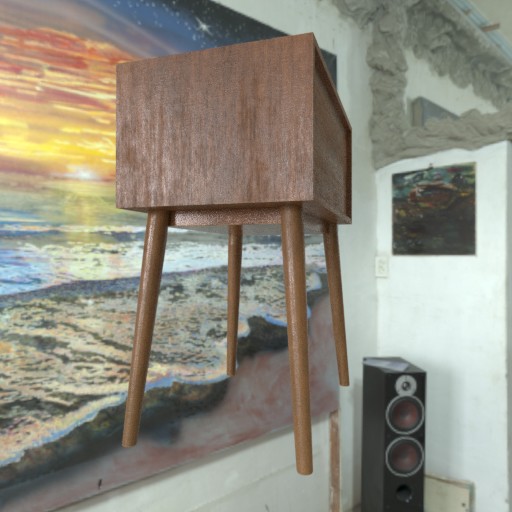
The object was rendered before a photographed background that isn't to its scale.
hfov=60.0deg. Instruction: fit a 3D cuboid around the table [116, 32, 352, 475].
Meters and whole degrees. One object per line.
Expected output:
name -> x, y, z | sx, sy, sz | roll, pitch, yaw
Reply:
table -> 0.000, 0.000, 0.838 | 0.307, 0.580, 0.454 | 0, 0, 18
